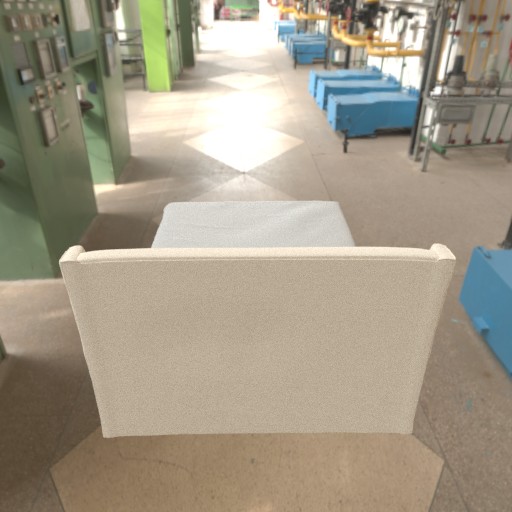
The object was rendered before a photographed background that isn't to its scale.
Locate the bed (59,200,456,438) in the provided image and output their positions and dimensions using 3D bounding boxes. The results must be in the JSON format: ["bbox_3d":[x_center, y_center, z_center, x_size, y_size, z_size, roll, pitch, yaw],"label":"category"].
[{"bbox_3d":[0.000,0.000,3.394,1.925,1.332,2.276,0,31,-1],"label":"bed"}]
